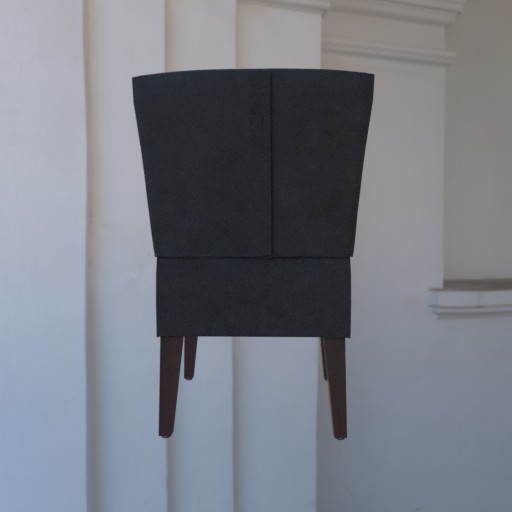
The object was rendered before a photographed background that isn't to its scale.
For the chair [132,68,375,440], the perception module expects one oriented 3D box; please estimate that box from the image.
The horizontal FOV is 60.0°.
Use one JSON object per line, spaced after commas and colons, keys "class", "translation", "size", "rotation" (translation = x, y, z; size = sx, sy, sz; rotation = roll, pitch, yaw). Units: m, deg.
{"class": "chair", "translation": [0.000, 0.000, 1.202], "size": [0.521, 0.806, 0.554], "rotation": [0, 1, 2]}
